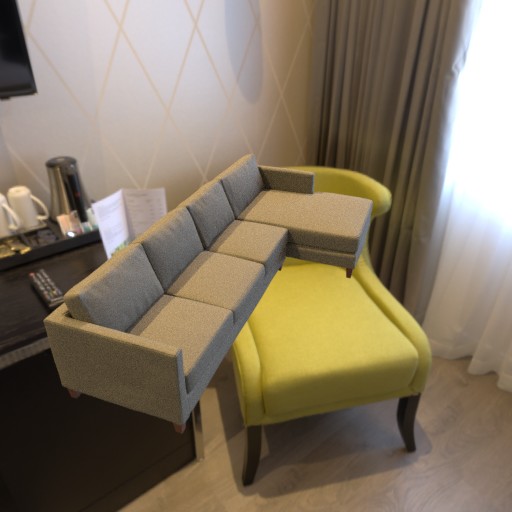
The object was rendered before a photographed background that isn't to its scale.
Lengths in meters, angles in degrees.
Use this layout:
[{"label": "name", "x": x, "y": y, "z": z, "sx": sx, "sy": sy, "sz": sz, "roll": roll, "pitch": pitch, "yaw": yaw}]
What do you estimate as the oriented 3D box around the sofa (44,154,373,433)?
[{"label": "sofa", "x": 0.000, "y": 0.000, "z": 3.873, "sx": 1.625, "sy": 0.861, "sz": 3.186, "roll": 11, "pitch": 32, "yaw": 17}]
